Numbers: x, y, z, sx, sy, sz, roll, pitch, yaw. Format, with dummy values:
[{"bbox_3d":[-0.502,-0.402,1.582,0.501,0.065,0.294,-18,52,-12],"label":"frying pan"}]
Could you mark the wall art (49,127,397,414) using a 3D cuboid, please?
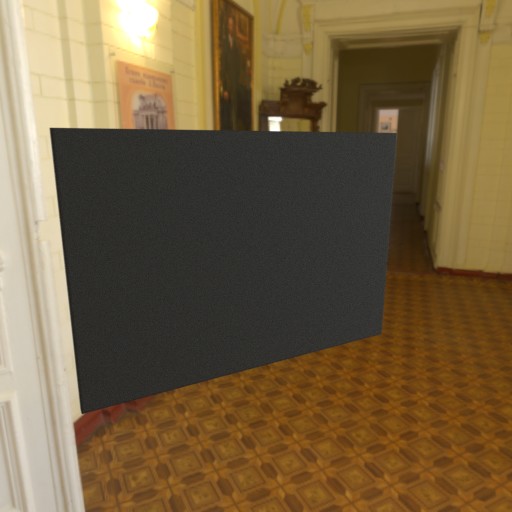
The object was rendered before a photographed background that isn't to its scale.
[{"bbox_3d":[0.000,0.000,1.214,0.964,0.659,0.049,-7,16,-26],"label":"wall art"}]
